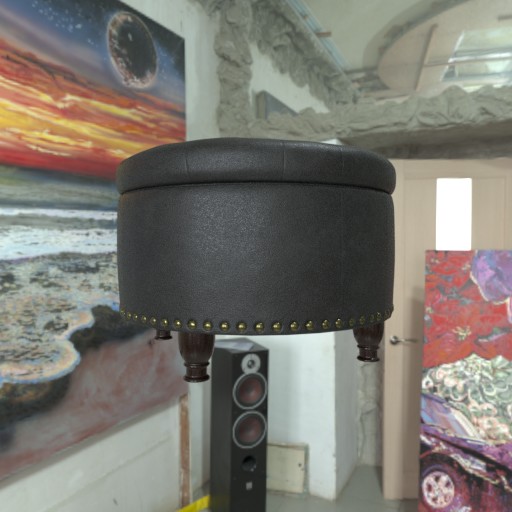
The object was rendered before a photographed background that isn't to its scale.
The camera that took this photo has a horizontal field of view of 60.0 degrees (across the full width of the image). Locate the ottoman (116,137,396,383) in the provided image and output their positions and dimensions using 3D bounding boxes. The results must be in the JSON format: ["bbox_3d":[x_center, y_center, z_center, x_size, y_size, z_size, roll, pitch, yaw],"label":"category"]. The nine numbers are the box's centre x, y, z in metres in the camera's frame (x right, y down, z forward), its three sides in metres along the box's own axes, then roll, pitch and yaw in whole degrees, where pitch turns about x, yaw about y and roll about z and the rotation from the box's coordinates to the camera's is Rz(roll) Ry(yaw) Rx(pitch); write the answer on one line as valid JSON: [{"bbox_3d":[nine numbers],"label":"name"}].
[{"bbox_3d":[0.000,0.000,1.060,0.637,0.442,0.637,0,2,0],"label":"ottoman"}]
